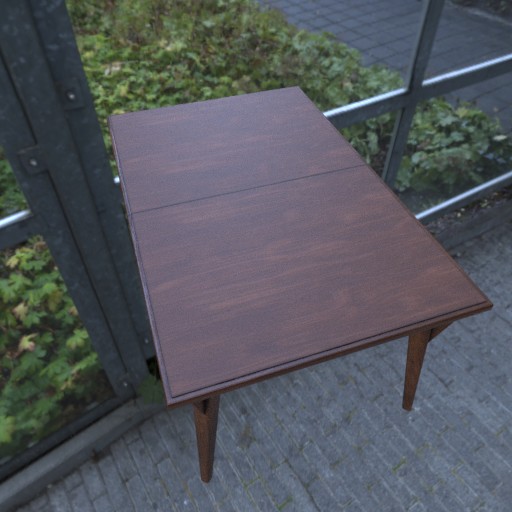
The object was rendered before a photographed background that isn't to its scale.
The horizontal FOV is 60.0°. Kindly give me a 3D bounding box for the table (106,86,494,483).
[{"bbox_3d":[0.000,0.000,1.987,0.990,0.761,1.524,-14,48,-13],"label":"table"}]
